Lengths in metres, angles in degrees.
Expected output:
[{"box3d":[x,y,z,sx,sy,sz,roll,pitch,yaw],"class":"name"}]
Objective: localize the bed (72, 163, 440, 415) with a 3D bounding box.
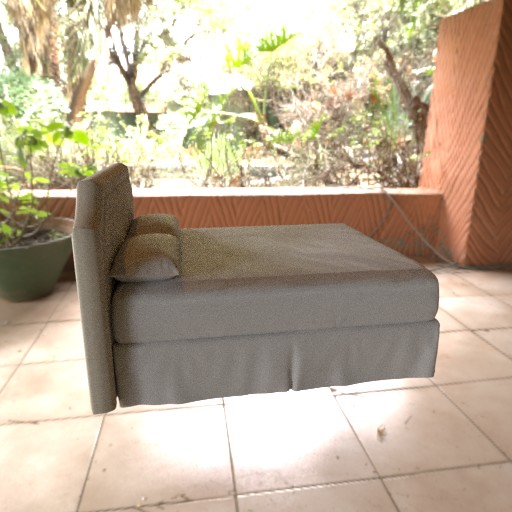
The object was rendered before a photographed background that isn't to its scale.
[{"box3d":[0.000,0.000,3.306,2.164,1.297,1.828,-3,16,-9],"class":"bed"}]
